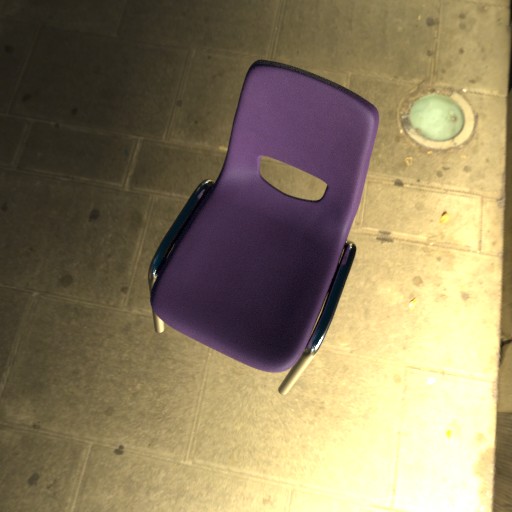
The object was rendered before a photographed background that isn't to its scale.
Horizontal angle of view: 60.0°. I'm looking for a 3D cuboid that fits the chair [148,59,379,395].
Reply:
[{"bbox_3d":[0.000,0.000,0.833,0.356,0.584,0.419,25,76,6],"label":"chair"}]
